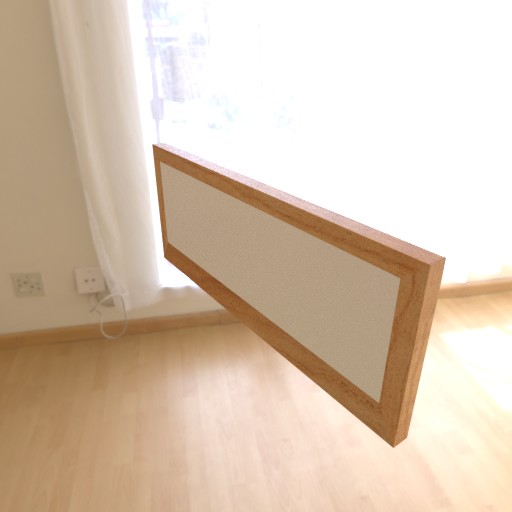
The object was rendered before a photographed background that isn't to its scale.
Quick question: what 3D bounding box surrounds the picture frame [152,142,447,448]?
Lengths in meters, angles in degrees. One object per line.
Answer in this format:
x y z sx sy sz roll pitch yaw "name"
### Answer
0.000 0.000 0.667 0.045 0.234 0.582 -18 32 -32 "picture frame"
